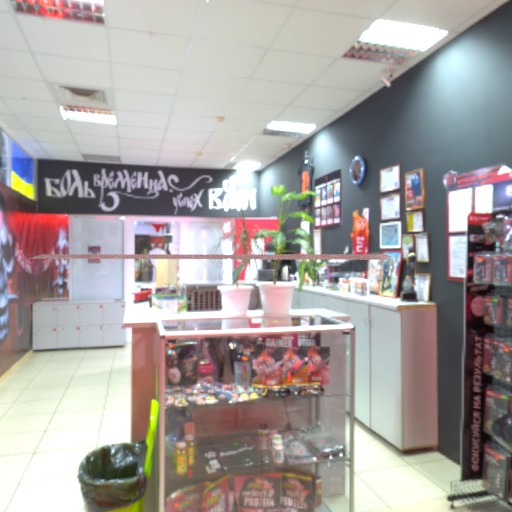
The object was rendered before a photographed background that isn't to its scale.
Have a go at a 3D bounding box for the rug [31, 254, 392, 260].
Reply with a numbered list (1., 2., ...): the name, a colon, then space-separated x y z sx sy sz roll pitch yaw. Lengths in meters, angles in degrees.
1. rug: 0.000 0.000 3.984 2.332 0.027 2.933 0 0 17
